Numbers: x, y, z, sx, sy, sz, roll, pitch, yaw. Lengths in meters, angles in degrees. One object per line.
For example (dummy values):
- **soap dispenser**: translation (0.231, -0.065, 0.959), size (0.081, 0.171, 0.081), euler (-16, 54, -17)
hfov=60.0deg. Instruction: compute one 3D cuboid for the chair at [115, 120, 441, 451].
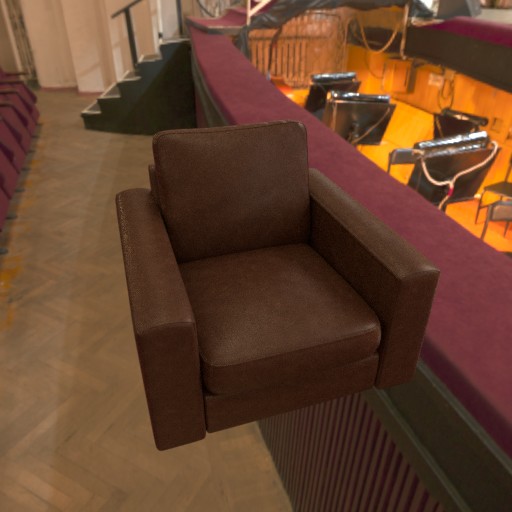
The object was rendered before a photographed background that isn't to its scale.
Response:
- **chair**: translation (0.000, 0.000, 1.771), size (1.005, 0.873, 1.016), euler (-10, 33, -15)
